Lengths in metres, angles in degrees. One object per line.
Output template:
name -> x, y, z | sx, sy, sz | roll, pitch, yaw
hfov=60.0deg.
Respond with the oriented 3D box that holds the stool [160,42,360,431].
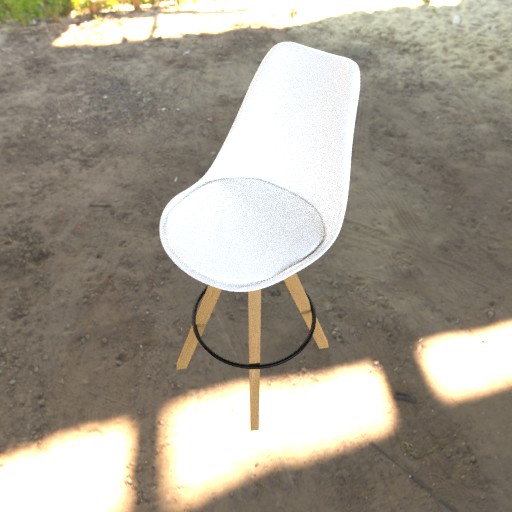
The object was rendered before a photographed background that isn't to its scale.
stool -> 0.000, 0.000, 1.400 | 0.482, 1.115, 0.549 | 31, 53, 27
